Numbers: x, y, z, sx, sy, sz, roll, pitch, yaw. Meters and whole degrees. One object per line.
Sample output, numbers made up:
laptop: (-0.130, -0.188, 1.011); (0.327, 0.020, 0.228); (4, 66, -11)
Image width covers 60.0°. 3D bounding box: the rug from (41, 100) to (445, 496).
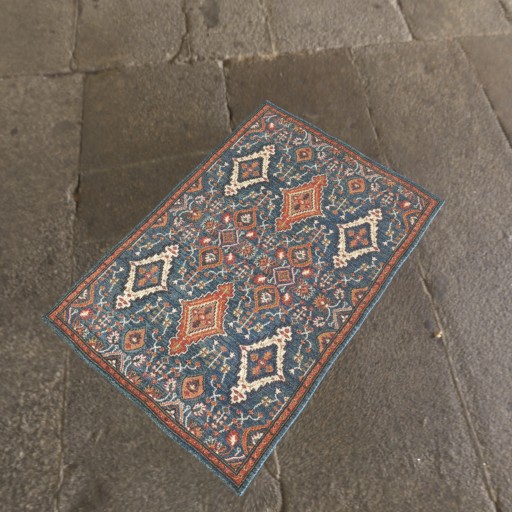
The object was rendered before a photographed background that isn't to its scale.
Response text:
rug: (0.000, 0.000, 2.973); (1.622, 0.009, 2.373); (35, 68, 16)
